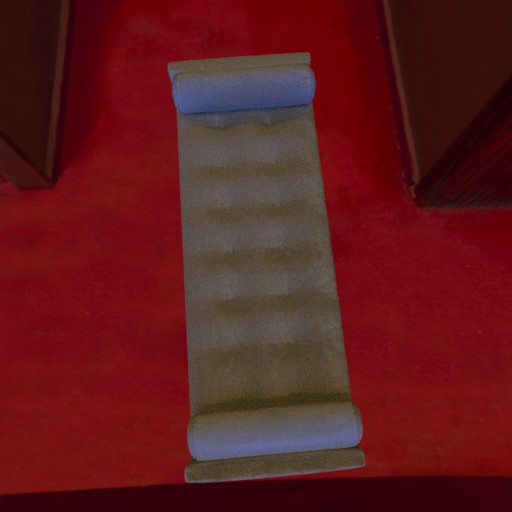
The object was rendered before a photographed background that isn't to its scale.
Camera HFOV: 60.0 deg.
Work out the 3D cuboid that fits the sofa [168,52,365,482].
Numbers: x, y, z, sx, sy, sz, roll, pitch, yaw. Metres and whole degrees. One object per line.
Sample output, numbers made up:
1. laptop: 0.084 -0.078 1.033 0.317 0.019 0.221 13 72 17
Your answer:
1. sofa: 0.000 0.000 2.416 0.796 0.705 2.102 -5 75 -1
